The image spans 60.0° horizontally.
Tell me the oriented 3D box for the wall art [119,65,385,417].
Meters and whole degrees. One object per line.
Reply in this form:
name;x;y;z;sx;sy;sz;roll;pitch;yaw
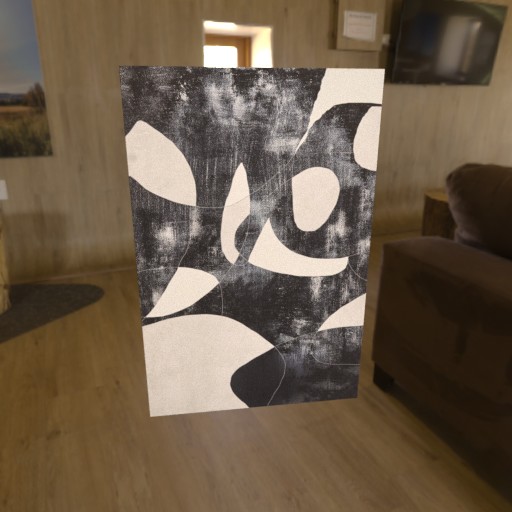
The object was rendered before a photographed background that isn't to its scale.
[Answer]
wall art;0.000;0.000;1.168;0.610;0.915;0.041;-3;18;-8
